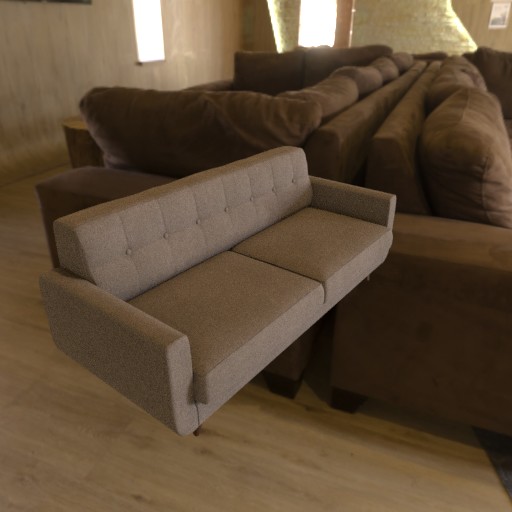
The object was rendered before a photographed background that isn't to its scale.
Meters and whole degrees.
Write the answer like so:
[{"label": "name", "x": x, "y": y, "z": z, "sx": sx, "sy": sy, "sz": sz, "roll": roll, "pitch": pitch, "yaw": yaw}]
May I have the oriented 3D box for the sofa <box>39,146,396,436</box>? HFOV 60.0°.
[{"label": "sofa", "x": 0.000, "y": 0.000, "z": 2.505, "sx": 0.909, "sy": 0.841, "sz": 2.029, "roll": 19, "pitch": 33, "yaw": 33}]
